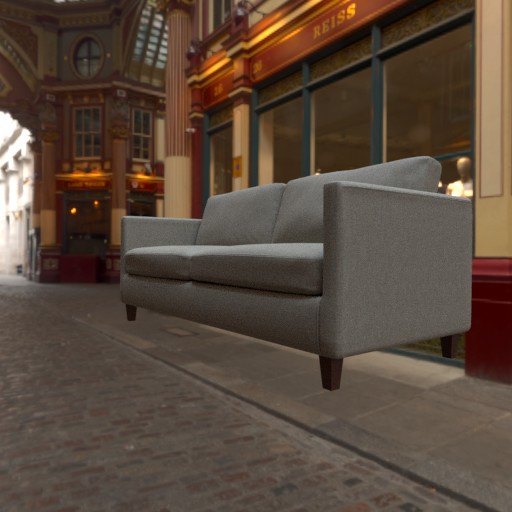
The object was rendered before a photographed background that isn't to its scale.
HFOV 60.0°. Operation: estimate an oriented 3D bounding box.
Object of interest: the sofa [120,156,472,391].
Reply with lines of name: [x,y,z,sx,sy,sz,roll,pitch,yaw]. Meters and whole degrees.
sofa: [0.000,0.000,2.694,0.956,0.963,2.208,-1,1,-37]
